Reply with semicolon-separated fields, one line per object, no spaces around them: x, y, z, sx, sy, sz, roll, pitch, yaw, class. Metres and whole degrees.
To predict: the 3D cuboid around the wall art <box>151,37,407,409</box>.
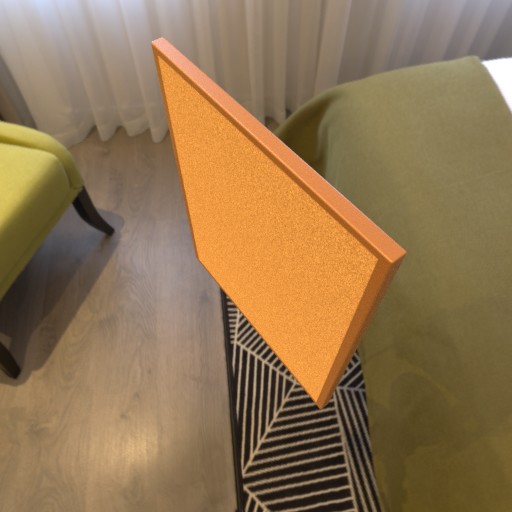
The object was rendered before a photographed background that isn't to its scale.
0.000;0.000;0.514;0.015;0.379;0.310;-33;63;-19;wall art
